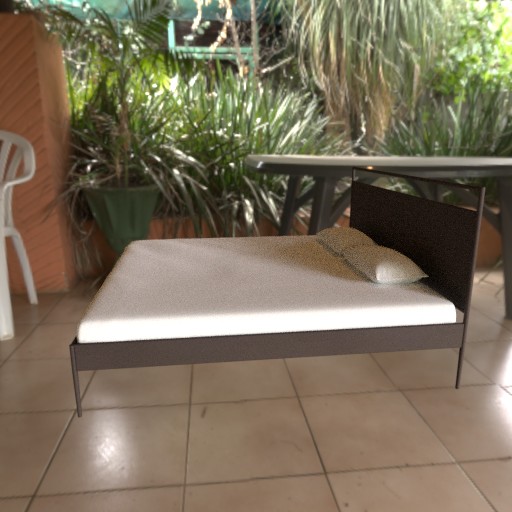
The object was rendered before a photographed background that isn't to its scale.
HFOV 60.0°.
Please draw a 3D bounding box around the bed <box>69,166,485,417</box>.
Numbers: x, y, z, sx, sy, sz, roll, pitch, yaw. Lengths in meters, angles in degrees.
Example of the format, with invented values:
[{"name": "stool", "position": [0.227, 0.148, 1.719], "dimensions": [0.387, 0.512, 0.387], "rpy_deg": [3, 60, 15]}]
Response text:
[{"name": "bed", "position": [0.000, 0.000, 3.266], "dimensions": [2.151, 1.173, 1.993], "rpy_deg": [-2, 15, -7]}]
